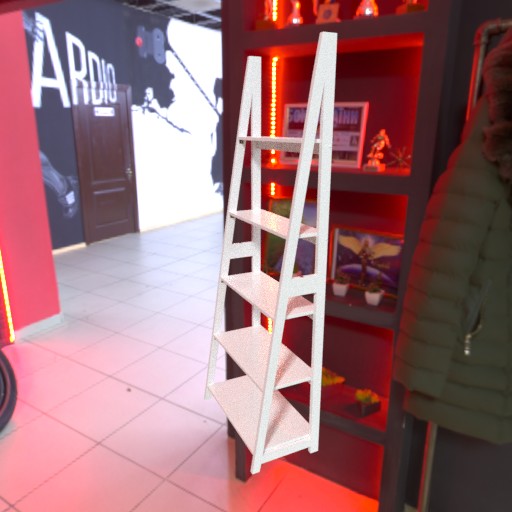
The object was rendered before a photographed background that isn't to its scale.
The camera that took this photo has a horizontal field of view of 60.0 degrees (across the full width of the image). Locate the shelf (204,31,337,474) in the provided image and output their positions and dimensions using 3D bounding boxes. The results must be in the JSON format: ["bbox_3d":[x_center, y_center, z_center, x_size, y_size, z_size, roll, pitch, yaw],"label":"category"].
[{"bbox_3d":[0.000,0.000,2.033,0.341,1.779,0.636,-8,18,-25],"label":"shelf"}]
